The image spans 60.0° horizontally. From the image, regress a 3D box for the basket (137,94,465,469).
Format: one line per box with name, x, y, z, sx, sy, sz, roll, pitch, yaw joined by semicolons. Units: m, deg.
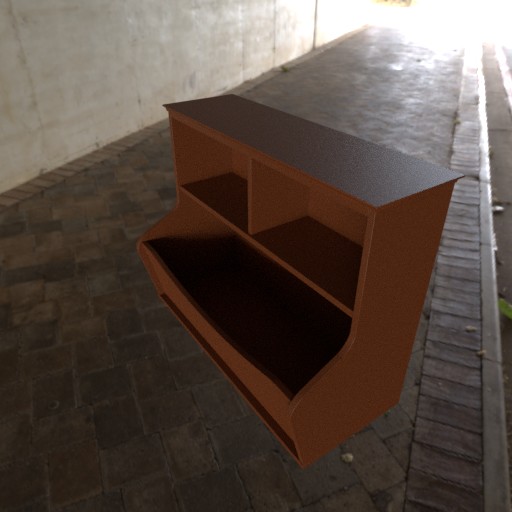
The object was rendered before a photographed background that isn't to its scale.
basket;0.000;0.000;1.156;0.376;0.625;0.792;-20;38;-29
